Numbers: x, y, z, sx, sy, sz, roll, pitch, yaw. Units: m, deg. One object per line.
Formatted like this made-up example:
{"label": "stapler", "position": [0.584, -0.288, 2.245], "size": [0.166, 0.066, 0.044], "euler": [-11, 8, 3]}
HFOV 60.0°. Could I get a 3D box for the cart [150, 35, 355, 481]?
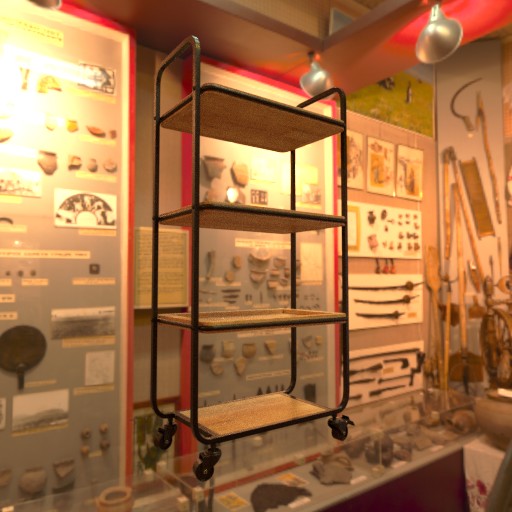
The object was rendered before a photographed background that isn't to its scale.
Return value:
{"label": "cart", "position": [0.000, 0.000, 1.306], "size": [0.545, 1.080, 0.321], "euler": [2, -4, -35]}
